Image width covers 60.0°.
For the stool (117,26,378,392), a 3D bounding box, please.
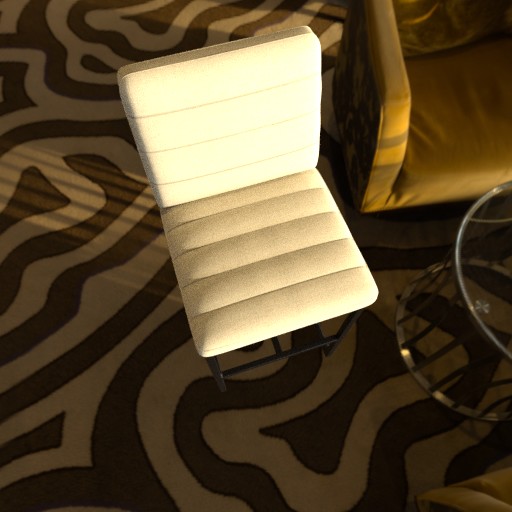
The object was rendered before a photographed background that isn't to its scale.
[{"bbox_3d":[0.000,0.000,1.304,0.460,1.040,0.560,-16,65,-8],"label":"stool"}]
